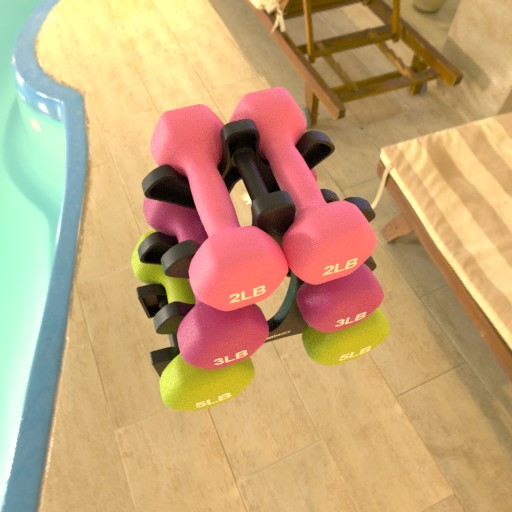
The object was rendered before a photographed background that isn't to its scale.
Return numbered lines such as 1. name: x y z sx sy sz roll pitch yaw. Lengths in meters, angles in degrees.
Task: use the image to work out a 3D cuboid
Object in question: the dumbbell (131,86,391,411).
1. dumbbell: 0.000 0.000 0.440 0.257 0.261 0.203 -16 58 -10
